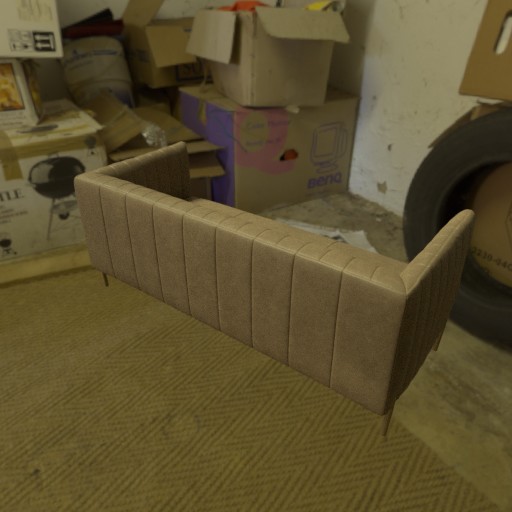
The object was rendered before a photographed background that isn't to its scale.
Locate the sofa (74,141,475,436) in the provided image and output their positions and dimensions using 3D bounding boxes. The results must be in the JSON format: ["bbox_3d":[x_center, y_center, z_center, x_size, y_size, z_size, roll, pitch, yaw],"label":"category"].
[{"bbox_3d":[0.000,0.000,2.440,1.980,0.779,0.876,21,36,31],"label":"sofa"}]
